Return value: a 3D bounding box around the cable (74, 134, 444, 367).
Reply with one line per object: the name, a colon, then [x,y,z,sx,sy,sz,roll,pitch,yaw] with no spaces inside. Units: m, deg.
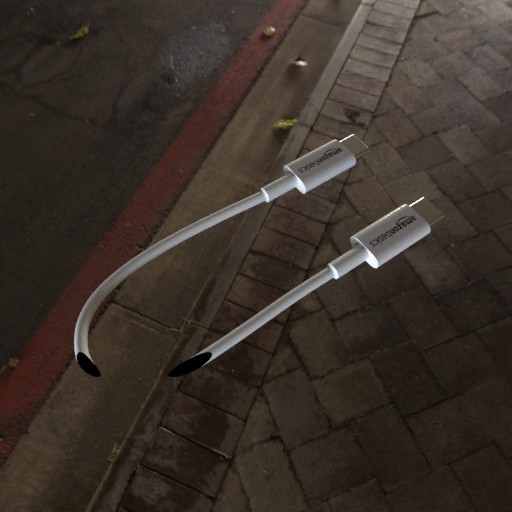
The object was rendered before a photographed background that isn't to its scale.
cable: [0.000,0.000,0.115,0.098,0.005,0.041,-31,64,-17]
